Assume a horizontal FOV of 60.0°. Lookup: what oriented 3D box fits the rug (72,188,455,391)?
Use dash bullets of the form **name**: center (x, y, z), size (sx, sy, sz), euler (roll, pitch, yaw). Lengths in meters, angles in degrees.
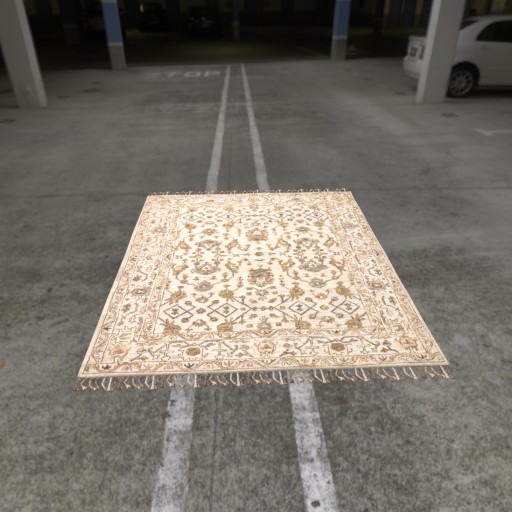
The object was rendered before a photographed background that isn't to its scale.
- **rug**: center (0.000, 0.000, 4.063), size (2.426, 0.034, 3.061), euler (-1, 32, -2)
